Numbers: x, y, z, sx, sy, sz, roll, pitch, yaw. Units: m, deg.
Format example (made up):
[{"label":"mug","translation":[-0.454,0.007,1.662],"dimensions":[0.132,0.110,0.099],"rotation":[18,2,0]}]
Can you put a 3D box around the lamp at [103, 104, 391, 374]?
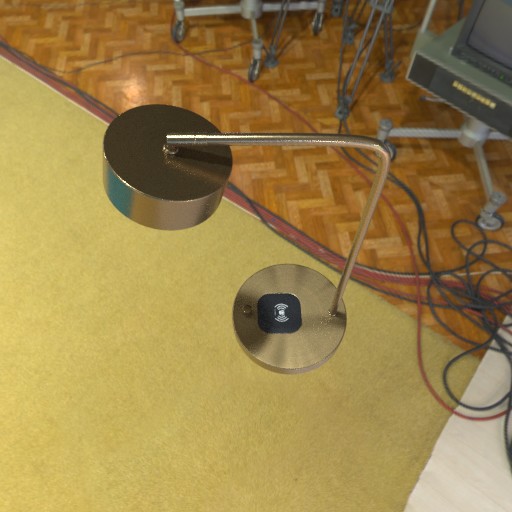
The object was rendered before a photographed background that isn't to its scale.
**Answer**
[{"label":"lamp","translation":[0.000,0.000,0.520],"dimensions":[0.270,0.380,0.171],"rotation":[0,59,0]}]
